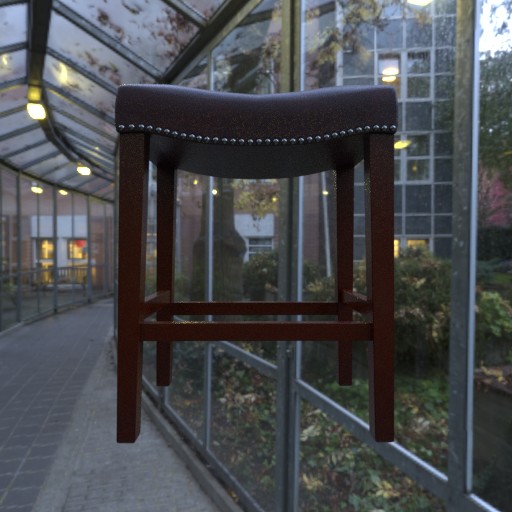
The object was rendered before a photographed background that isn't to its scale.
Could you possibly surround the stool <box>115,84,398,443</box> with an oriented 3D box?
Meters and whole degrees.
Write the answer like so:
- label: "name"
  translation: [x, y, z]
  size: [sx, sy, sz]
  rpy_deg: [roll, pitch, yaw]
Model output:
- label: "stool"
  translation: [0.000, 0.000, 0.960]
  size: [0.504, 0.657, 0.372]
  rpy_deg: [0, 1, -1]
